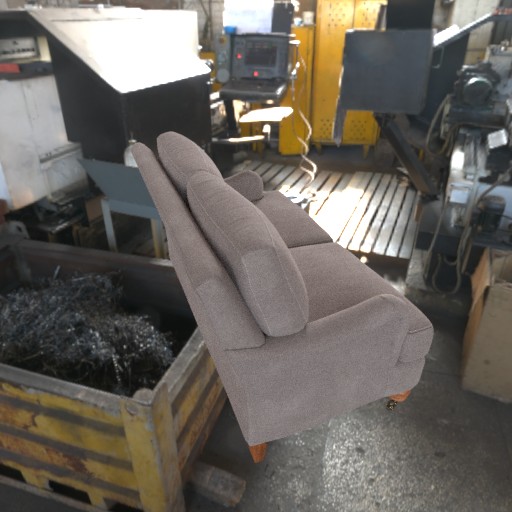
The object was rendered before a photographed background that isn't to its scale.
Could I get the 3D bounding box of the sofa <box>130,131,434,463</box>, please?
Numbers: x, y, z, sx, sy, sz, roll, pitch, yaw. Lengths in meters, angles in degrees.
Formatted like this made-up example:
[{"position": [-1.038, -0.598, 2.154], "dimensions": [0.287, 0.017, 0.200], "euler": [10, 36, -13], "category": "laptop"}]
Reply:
[{"position": [0.000, 0.000, 2.534], "dimensions": [1.084, 1.101, 1.853], "euler": [-10, 31, -18], "category": "sofa"}]
